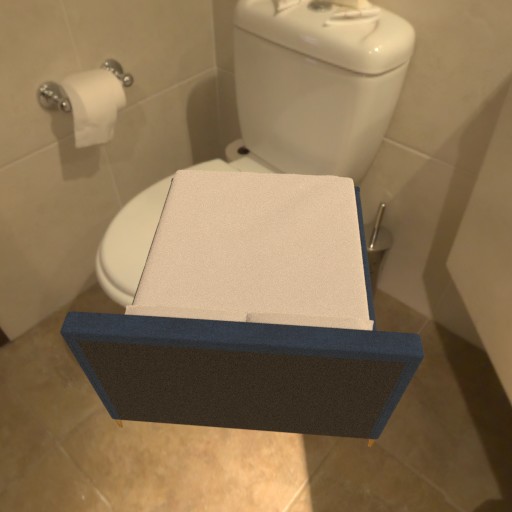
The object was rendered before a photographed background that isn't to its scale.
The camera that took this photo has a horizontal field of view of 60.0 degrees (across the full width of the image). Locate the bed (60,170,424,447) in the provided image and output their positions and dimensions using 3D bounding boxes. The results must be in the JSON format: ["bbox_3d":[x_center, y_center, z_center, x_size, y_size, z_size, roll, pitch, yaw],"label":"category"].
[{"bbox_3d":[0.000,0.000,3.199,1.723,1.231,2.172,3,48,3],"label":"bed"}]
